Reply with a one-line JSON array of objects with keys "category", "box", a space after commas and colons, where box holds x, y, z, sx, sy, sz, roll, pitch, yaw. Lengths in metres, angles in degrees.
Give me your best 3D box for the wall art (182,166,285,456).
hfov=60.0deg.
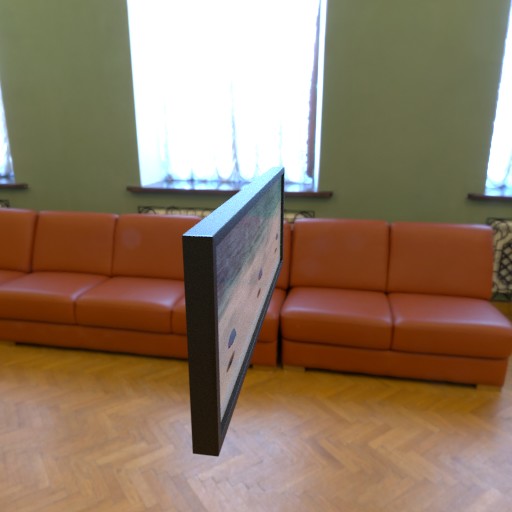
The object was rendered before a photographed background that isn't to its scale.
[{"category": "wall art", "box": [0.000, 0.000, 0.958, 0.037, 0.303, 0.860, 3, 17, 9]}]
